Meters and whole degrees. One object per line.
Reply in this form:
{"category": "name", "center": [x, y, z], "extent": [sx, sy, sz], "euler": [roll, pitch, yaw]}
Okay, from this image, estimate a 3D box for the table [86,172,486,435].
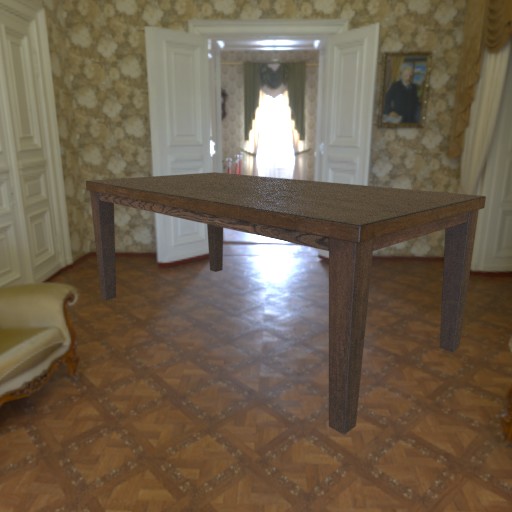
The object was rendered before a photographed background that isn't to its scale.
{"category": "table", "center": [0.000, 0.000, 2.475], "extent": [1.016, 0.762, 1.981], "euler": [-14, 20, -42]}
